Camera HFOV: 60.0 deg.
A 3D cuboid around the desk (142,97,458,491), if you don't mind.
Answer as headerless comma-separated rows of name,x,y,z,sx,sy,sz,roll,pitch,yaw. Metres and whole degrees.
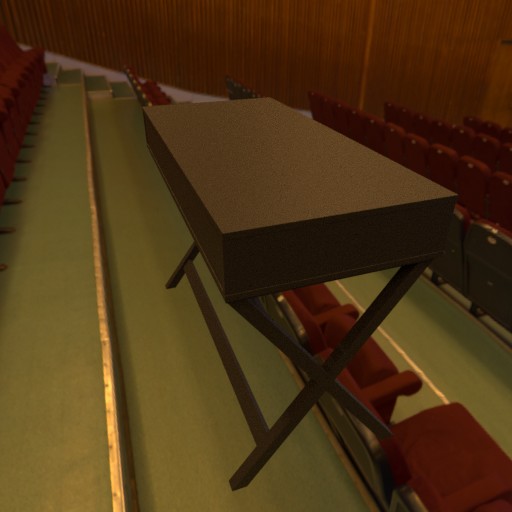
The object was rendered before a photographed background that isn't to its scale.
desk,0.000,0.000,1.465,0.504,0.780,1.057,-10,32,-17
